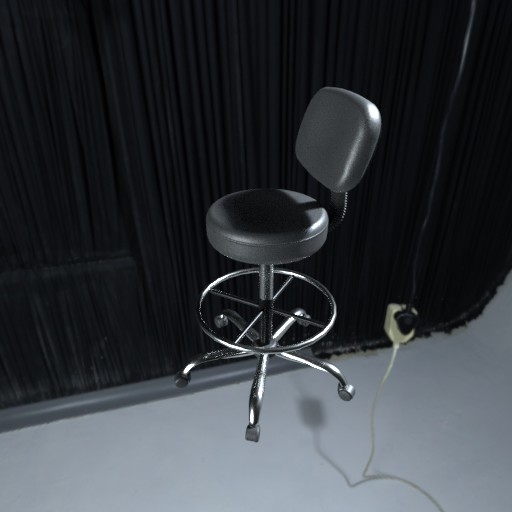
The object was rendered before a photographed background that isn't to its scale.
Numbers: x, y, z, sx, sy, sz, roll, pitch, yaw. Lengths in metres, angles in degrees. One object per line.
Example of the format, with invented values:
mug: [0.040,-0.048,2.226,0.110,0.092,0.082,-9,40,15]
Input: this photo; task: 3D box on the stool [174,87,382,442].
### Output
stool: [0.000,0.000,1.544,0.658,1.069,0.694,-8,31,-13]
